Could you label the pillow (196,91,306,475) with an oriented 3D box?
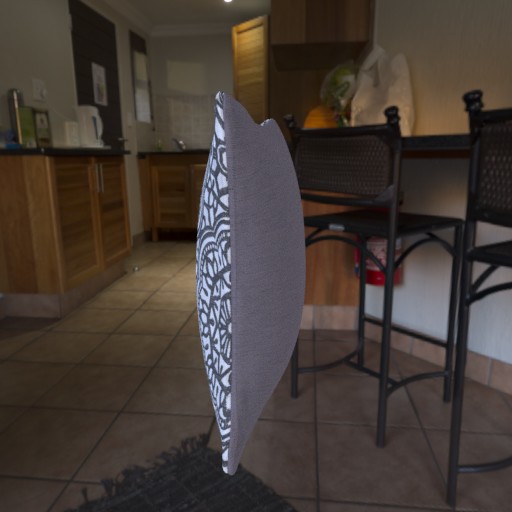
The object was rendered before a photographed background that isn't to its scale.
[{"bbox_3d":[0.000,0.000,0.661,0.148,0.417,0.436,2,14,8],"label":"pillow"}]
